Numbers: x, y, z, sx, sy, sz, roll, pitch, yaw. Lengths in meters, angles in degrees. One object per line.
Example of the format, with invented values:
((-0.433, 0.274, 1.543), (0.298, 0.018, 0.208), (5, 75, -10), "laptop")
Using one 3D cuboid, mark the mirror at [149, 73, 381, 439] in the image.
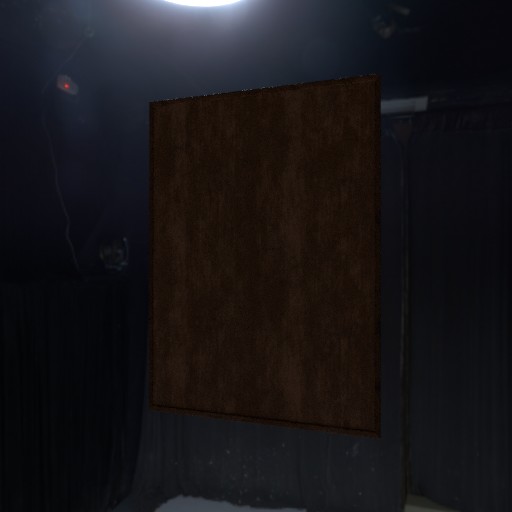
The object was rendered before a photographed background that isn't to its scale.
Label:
((0.000, 0.000, 1.466), (0.796, 1.099, 0.028), (0, 0, 18), "mirror")
